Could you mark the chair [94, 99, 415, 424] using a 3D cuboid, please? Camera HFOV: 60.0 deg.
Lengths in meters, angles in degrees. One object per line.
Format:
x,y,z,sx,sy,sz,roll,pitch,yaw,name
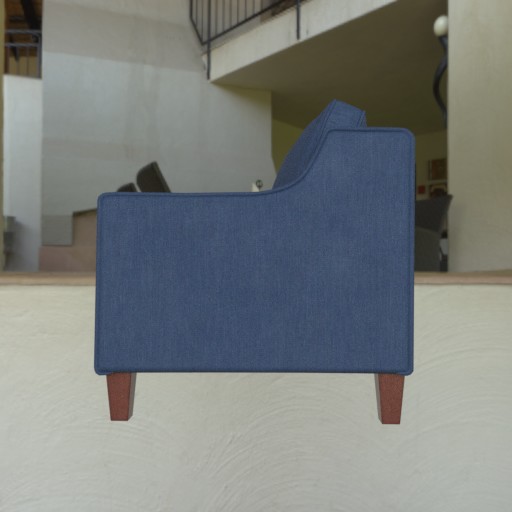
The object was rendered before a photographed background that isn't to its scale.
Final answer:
0.000,0.000,1.646,0.909,0.960,0.831,0,0,2,chair
